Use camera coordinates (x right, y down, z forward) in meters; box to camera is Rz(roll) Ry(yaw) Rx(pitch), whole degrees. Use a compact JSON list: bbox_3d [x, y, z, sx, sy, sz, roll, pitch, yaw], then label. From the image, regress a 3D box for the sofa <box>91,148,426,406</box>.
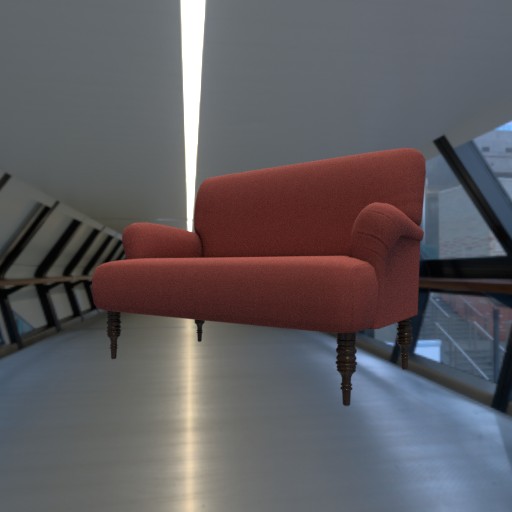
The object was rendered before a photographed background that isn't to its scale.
[{"bbox_3d":[0.000,0.000,1.850,1.297,0.889,0.779,-1,-1,36],"label":"sofa"}]
